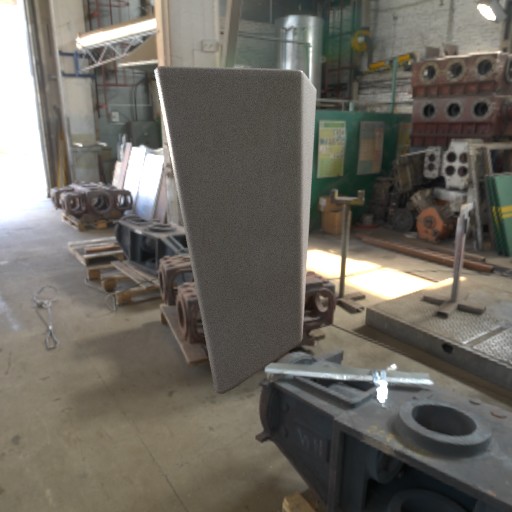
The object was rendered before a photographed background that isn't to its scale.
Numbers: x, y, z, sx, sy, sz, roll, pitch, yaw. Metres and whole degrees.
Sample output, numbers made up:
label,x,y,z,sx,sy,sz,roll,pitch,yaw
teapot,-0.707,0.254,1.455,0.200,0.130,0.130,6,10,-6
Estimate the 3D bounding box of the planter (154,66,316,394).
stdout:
label,x,y,z,sx,sy,sz,roll,pitch,yaw
planter,0.000,0.000,0.269,0.060,0.197,0.150,3,17,10
